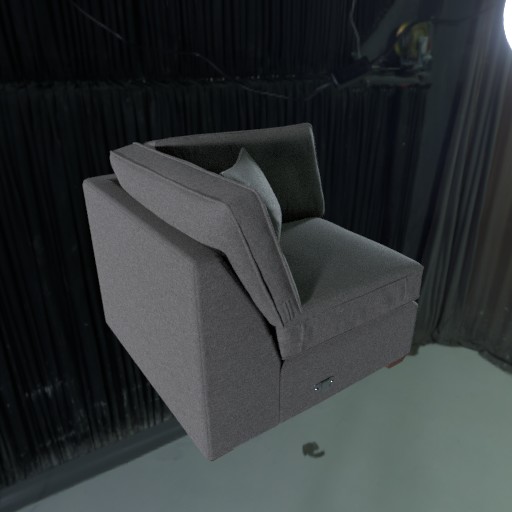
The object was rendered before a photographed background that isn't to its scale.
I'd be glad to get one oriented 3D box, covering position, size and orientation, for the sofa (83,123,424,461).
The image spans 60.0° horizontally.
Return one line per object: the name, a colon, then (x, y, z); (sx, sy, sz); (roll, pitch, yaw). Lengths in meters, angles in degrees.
sofa: (0.000, 0.000, 1.999); (1.146, 1.002, 1.084); (-17, 30, -31)
